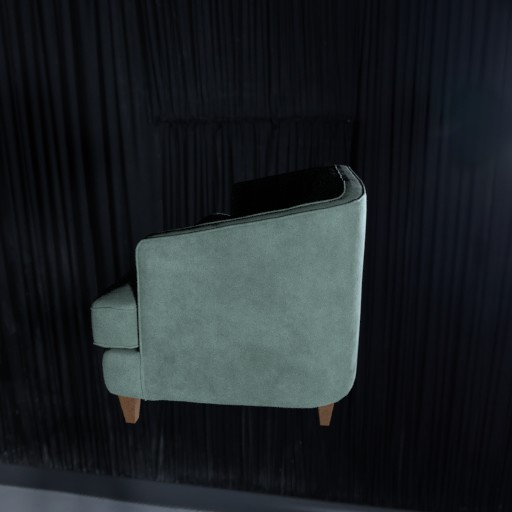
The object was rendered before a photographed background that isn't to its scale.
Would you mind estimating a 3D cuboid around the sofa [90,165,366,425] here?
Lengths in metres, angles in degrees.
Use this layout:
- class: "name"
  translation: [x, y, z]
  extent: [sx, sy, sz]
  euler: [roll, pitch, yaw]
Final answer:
- class: "sofa"
  translation: [0.000, 0.000, 2.236]
  extent: [0.941, 0.855, 1.733]
  euler: [2, 16, 8]
